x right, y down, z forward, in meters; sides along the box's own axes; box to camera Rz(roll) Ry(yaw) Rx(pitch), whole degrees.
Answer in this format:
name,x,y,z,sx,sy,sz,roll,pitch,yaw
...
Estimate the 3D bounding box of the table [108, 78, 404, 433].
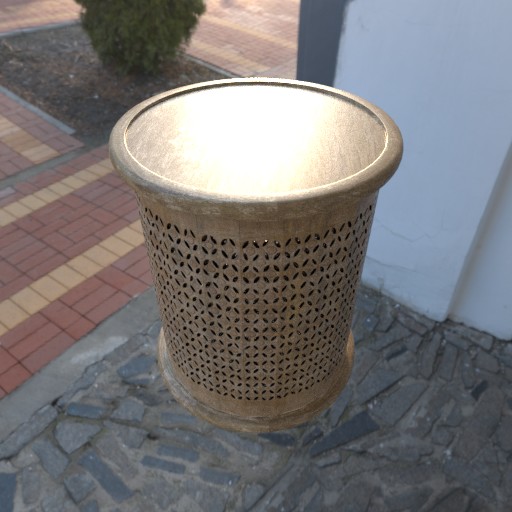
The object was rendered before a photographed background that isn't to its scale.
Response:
name,x,y,z,sx,sy,sz,roll,pitch,yaw
table,0.000,0.000,0.779,0.407,0.482,0.407,0,40,0
